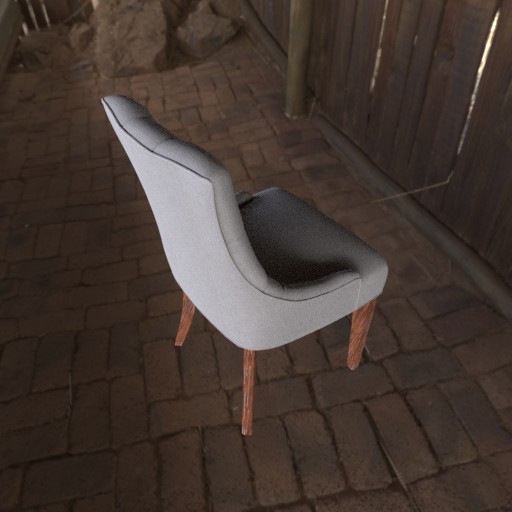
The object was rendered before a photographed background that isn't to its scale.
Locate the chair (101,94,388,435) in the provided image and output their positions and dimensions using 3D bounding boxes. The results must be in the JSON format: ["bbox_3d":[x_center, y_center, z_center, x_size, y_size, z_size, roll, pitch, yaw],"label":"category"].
[{"bbox_3d":[0.000,0.000,1.209,0.565,0.874,0.509,-26,46,-27],"label":"chair"}]
